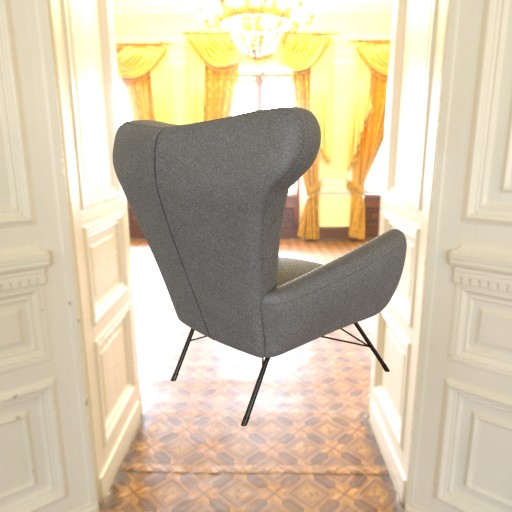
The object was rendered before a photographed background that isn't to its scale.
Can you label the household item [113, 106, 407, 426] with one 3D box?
[{"bbox_3d":[0.000,0.000,1.764,0.900,1.050,0.980,-13,19,-43],"label":"household item"}]
